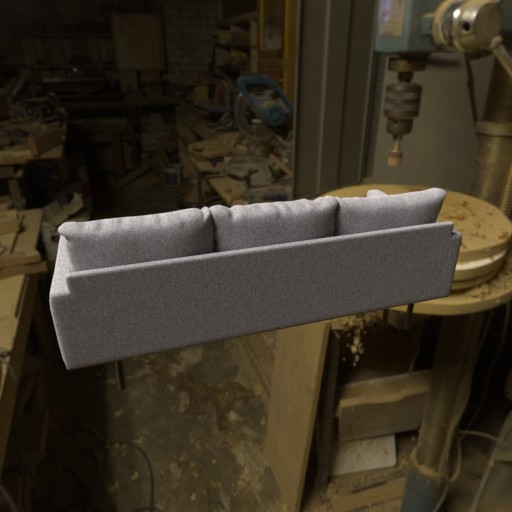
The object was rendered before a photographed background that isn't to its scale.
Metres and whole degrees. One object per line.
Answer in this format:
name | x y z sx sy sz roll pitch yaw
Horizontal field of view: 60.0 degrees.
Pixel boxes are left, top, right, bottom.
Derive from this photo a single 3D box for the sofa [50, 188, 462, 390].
sofa | 0.000 0.000 2.450 2.000 0.830 0.850 -8 27 -16
